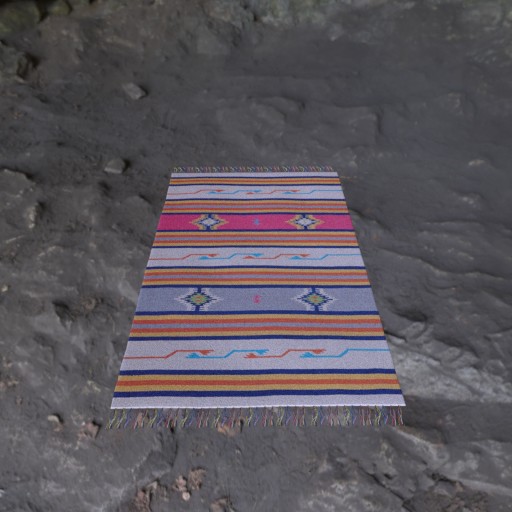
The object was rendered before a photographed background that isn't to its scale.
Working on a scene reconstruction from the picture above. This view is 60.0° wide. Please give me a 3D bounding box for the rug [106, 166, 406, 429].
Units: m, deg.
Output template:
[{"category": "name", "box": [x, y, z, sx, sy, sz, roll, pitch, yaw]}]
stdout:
[{"category": "rug", "box": [0.000, 0.000, 2.257, 1.084, 0.013, 1.849, 0, 40, 0]}]
